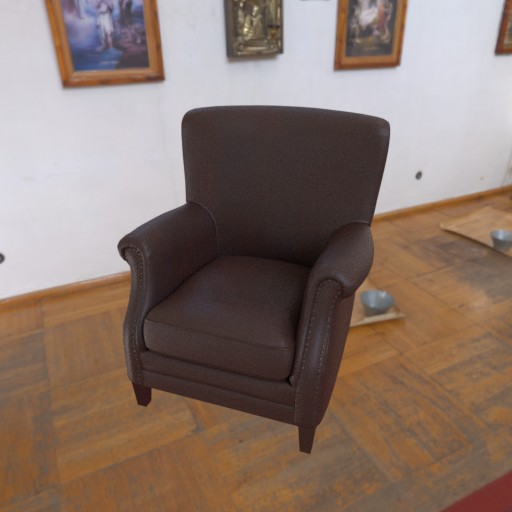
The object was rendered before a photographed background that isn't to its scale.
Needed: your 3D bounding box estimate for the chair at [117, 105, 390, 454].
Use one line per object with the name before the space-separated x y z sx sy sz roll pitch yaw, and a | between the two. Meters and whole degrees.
chair | 0.000 0.000 1.368 0.700 0.800 0.746 9 28 17
